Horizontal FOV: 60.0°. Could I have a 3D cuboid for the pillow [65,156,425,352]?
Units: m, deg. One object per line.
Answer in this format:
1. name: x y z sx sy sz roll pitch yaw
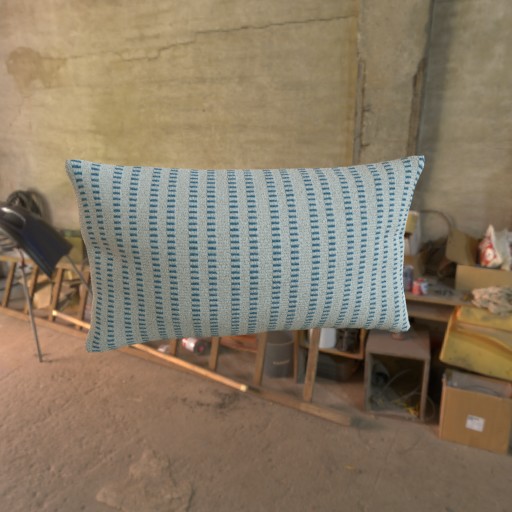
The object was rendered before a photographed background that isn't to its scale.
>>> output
1. pillow: 0.000 0.000 0.811 0.640 0.353 0.210 -2 16 -8
